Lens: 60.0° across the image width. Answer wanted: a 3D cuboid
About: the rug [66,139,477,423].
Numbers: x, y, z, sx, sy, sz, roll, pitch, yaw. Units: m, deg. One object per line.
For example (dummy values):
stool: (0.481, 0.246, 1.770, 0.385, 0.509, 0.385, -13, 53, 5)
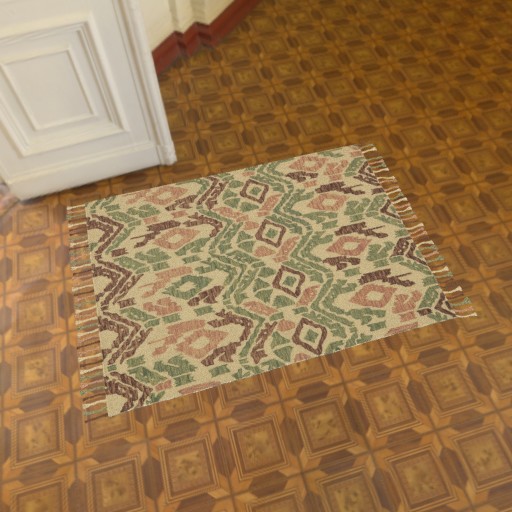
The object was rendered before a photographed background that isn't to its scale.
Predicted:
rug: (0.000, 0.000, 2.259, 1.829, 0.010, 1.219, -14, 59, -9)
